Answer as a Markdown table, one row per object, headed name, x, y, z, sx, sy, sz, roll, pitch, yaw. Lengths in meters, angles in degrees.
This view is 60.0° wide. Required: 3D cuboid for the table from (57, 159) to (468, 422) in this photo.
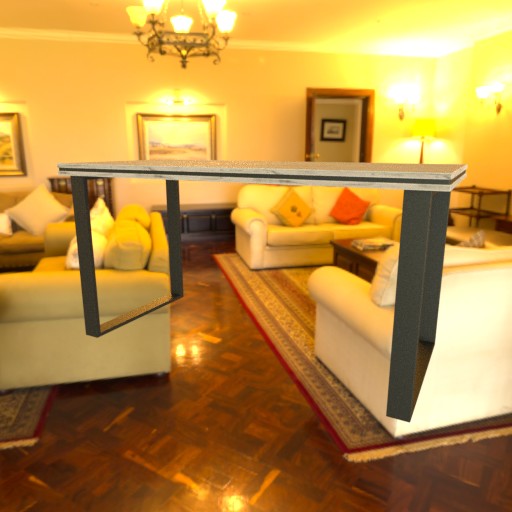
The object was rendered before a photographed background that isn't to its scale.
| name | x | y | z | sx | sy | sz | roll | pitch | yaw |
| --- | --- | --- | --- | --- | --- | --- | --- | --- | --- |
| table | 0.000 | 0.000 | 2.206 | 1.778 | 0.899 | 0.795 | 7 | 16 | 27 |
